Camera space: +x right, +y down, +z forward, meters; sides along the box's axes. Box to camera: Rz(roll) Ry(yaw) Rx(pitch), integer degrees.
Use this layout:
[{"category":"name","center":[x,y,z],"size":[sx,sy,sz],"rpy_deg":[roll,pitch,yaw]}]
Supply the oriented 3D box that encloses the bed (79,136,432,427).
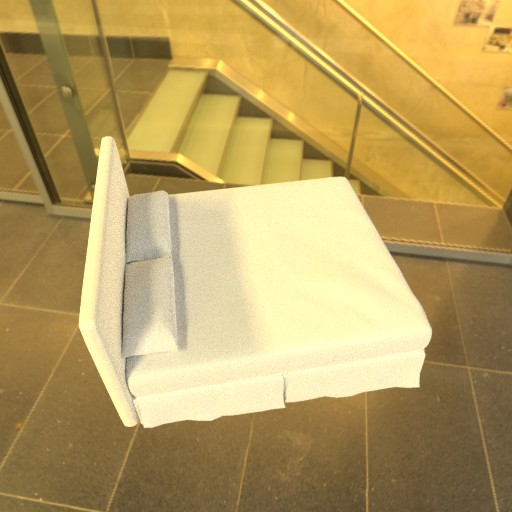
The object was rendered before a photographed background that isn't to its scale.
[{"category":"bed","center":[0.000,0.000,3.663],"size":[2.341,1.317,2.119],"rpy_deg":[-7,45,-7]}]
